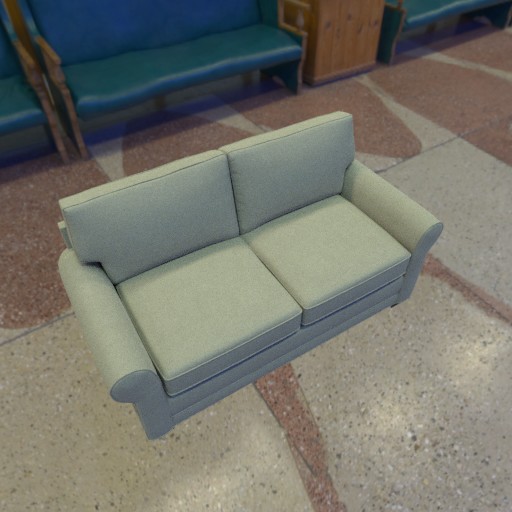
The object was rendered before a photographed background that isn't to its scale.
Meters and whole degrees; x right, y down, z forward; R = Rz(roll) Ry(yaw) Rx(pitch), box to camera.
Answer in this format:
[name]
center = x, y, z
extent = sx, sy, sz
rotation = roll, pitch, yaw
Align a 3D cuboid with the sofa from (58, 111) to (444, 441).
[sofa]
center = 0.000, 0.000, 2.264
extent = 1.774, 0.933, 0.861
rotation = -23, 50, -22
